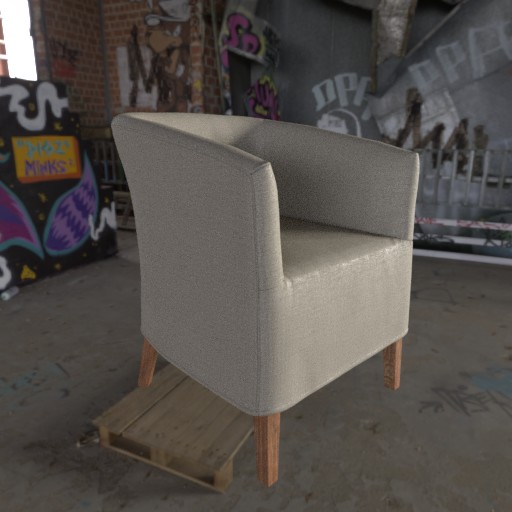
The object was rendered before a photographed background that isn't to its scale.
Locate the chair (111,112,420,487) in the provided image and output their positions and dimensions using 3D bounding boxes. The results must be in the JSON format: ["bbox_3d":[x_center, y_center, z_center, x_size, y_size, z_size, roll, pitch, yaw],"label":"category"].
[{"bbox_3d":[0.000,0.000,1.225,0.600,0.771,0.668,-15,21,-42],"label":"chair"}]
